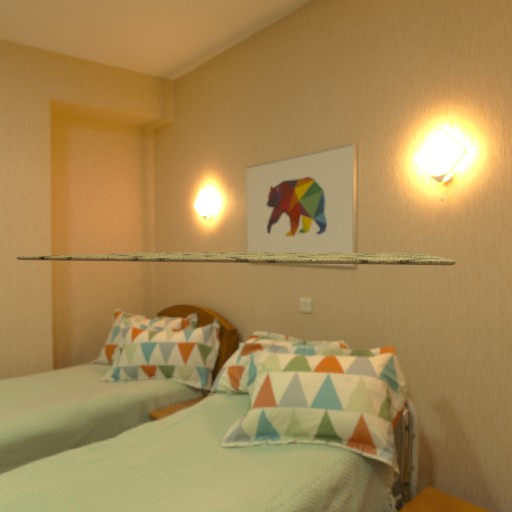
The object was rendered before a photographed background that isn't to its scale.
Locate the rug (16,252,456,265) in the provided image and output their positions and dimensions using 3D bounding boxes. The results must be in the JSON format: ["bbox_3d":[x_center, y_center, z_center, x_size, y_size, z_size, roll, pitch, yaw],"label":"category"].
[{"bbox_3d":[0.000,0.000,3.969,3.000,0.026,2.399,0,1,17],"label":"rug"}]
